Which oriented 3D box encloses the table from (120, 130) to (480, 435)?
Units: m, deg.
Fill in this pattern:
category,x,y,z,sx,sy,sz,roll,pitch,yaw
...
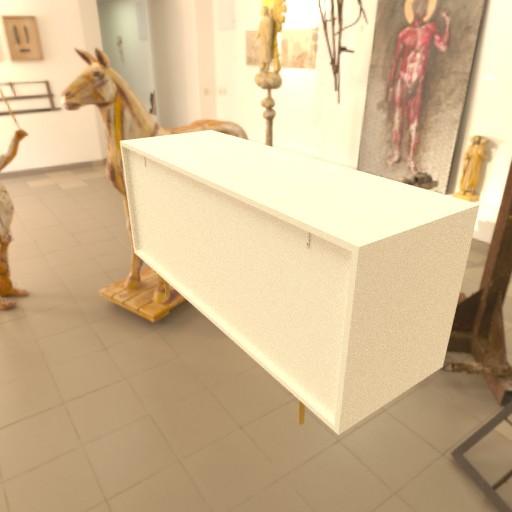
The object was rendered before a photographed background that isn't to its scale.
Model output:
category,x,y,z,sx,sy,sz,roll,pitch,yaw
table,0.000,0.000,1.851,0.508,0.769,1.500,-17,31,-32
